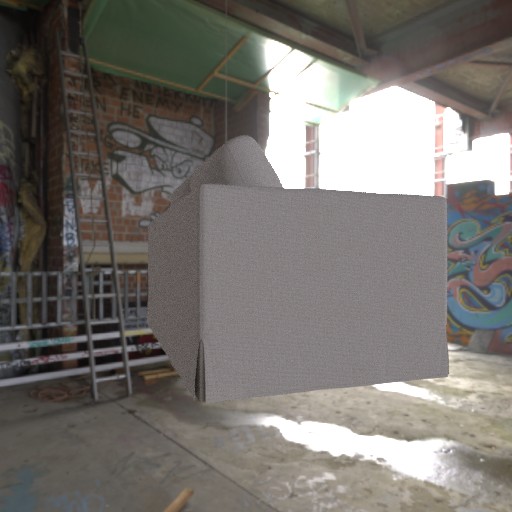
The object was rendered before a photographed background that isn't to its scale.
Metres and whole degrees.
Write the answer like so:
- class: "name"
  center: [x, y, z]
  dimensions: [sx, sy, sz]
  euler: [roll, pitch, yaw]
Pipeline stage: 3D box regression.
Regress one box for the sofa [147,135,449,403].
- class: "sofa"
  center: [0.000, 0.000, 2.406]
  dimensions: [1.009, 0.932, 1.813]
  euler: [0, 0, -19]
